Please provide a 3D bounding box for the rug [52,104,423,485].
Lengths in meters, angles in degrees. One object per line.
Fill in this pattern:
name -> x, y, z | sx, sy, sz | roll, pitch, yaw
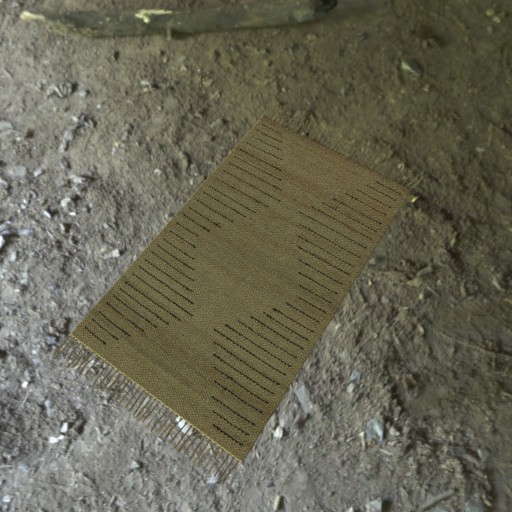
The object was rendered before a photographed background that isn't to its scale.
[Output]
rug -> 0.000, 0.000, 2.043 | 0.905, 0.017, 1.718 | 31, 67, 15
